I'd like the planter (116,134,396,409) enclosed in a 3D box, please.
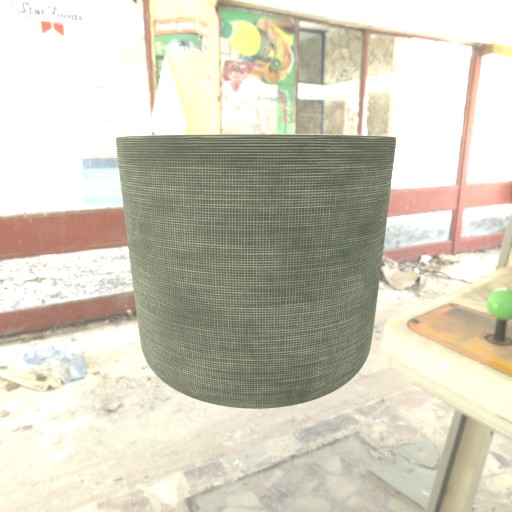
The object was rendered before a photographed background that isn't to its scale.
[{"bbox_3d":[0.000,0.000,0.773,0.440,0.398,0.440,0,14,0],"label":"planter"}]
